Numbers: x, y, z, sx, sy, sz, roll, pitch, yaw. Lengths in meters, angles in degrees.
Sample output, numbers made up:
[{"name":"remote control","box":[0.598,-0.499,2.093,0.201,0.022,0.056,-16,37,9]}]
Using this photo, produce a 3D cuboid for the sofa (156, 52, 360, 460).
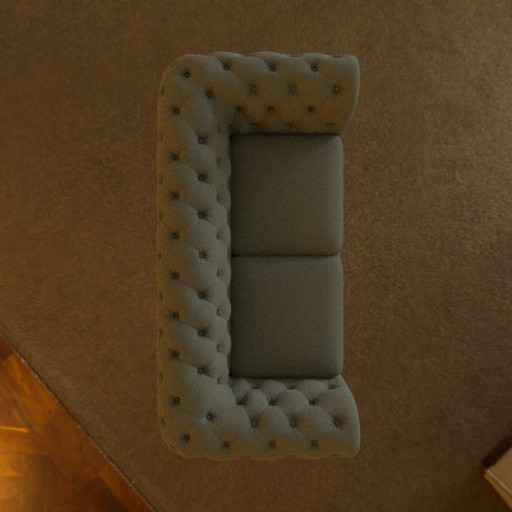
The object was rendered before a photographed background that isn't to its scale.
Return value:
[{"name":"sofa","box":[0.000,0.000,2.425,0.986,0.764,1.998,0,90,-1]}]
